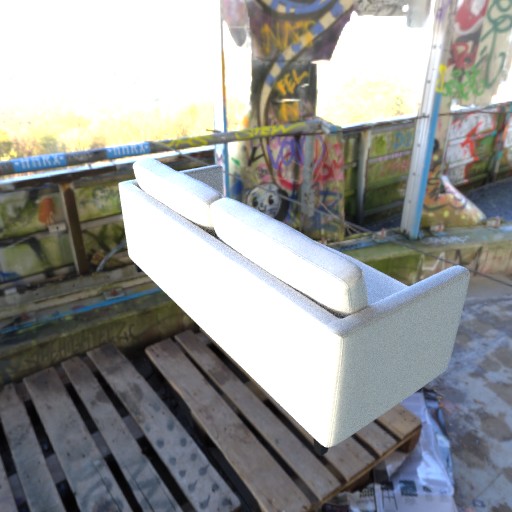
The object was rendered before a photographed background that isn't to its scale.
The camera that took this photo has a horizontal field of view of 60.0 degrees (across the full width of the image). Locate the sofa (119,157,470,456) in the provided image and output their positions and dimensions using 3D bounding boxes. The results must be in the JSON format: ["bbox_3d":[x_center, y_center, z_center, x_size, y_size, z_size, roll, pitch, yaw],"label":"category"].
[{"bbox_3d":[0.000,0.000,2.939,0.948,0.965,2.434,-18,32,-31],"label":"sofa"}]
